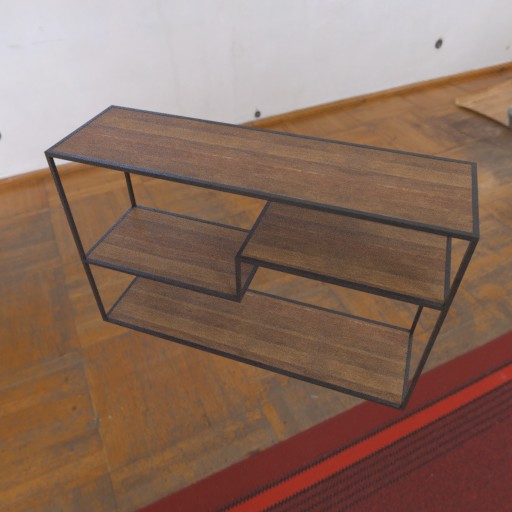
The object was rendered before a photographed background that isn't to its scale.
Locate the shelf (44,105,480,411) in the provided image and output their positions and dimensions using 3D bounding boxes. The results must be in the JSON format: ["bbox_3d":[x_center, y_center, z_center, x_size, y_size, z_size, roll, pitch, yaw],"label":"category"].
[{"bbox_3d":[0.000,0.000,1.533,1.201,0.765,0.361,13,43,14],"label":"shelf"}]
